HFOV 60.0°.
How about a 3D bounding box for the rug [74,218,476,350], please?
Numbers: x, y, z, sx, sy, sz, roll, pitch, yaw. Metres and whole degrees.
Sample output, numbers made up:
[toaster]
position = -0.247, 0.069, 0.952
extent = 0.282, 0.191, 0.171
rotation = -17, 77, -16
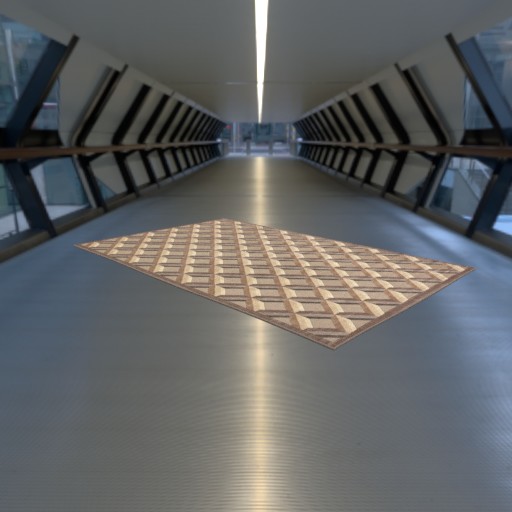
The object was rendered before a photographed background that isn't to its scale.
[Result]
[rug]
position = 0.000, 0.000, 2.153
extent = 1.677, 0.011, 1.066
rotation = 15, 21, 43
